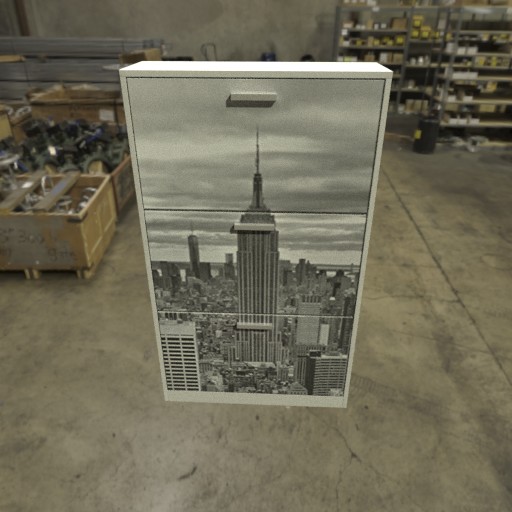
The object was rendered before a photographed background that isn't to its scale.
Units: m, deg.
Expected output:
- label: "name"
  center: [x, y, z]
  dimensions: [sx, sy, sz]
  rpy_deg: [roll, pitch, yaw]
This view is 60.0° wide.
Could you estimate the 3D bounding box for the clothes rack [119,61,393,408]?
- label: "clothes rack"
  center: [0.000, 0.000, 1.618]
  dimensions: [0.750, 1.280, 0.250]
  rpy_deg: [1, 29, 2]
